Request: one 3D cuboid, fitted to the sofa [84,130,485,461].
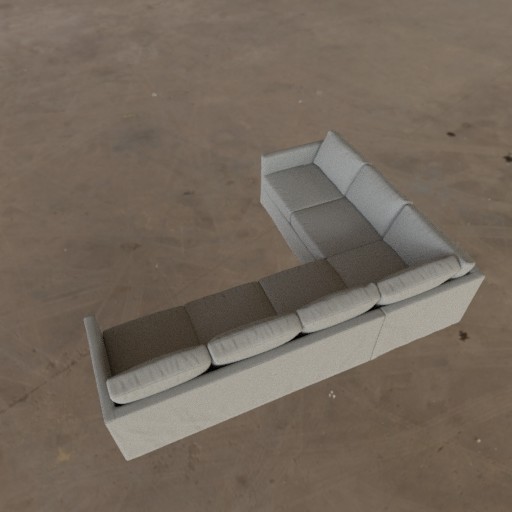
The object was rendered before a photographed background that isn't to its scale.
[{"bbox_3d":[0.000,0.000,4.218,3.182,0.871,2.432,-17,48,-16],"label":"sofa"}]
